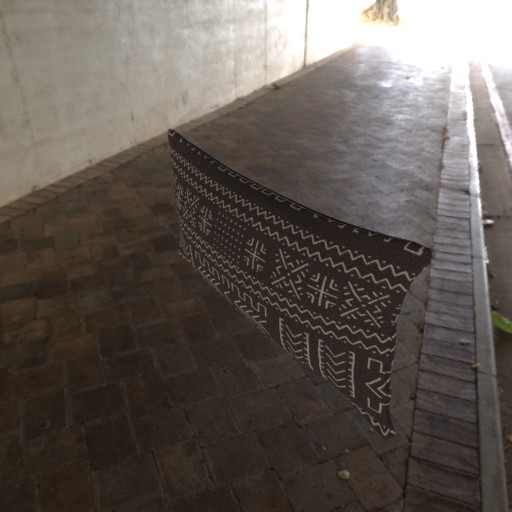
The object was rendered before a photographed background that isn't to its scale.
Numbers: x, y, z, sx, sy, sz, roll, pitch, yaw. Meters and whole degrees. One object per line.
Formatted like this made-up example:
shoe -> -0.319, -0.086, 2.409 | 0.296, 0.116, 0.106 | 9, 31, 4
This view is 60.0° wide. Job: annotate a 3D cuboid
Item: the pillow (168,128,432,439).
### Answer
pillow -> 0.000, 0.000, 0.799 | 0.135, 0.322, 0.667 | -20, 36, -30
